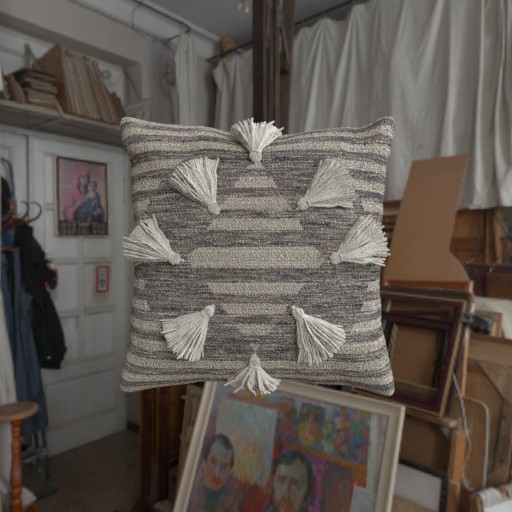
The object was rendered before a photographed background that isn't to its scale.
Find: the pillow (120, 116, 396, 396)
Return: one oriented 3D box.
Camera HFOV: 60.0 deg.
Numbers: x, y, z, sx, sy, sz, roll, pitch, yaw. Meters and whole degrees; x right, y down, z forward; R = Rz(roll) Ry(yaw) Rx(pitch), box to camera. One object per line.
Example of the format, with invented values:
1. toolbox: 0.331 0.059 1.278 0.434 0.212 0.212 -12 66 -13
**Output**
1. pillow: 0.000 0.000 0.771 0.484 0.490 0.234 0 1 2
